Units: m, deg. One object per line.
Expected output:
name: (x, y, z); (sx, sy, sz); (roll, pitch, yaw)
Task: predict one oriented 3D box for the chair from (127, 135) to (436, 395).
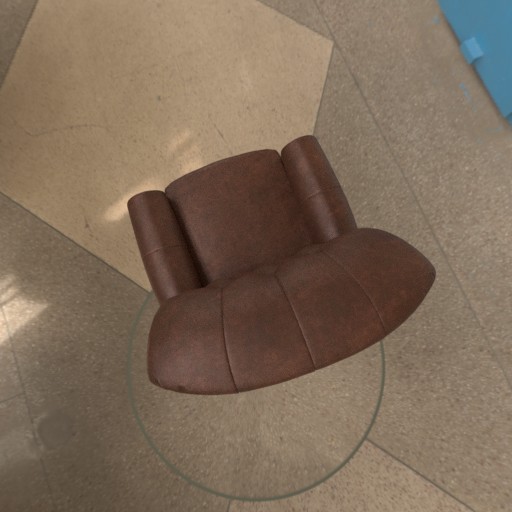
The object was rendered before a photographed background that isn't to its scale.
chair: (0.000, 0.000, 1.971); (0.979, 1.162, 1.031); (-20, 78, -5)
